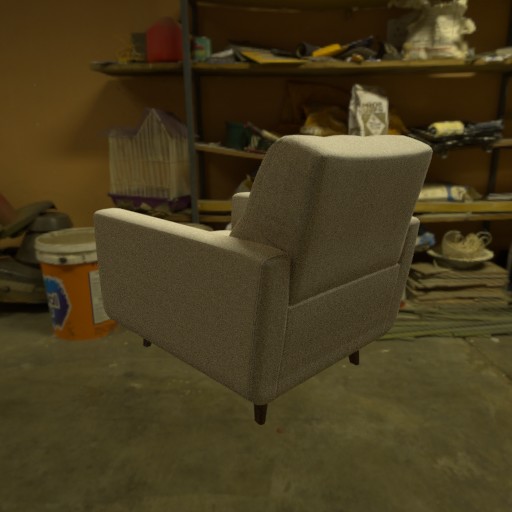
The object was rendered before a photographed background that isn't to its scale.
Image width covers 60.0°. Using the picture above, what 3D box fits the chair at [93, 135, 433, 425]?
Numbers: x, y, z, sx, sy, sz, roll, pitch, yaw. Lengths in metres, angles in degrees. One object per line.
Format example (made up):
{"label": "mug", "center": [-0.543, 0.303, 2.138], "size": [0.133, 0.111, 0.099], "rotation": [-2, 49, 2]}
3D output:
{"label": "chair", "center": [0.000, 0.000, 1.830], "size": [0.897, 0.965, 1.128], "rotation": [-15, 21, -42]}
